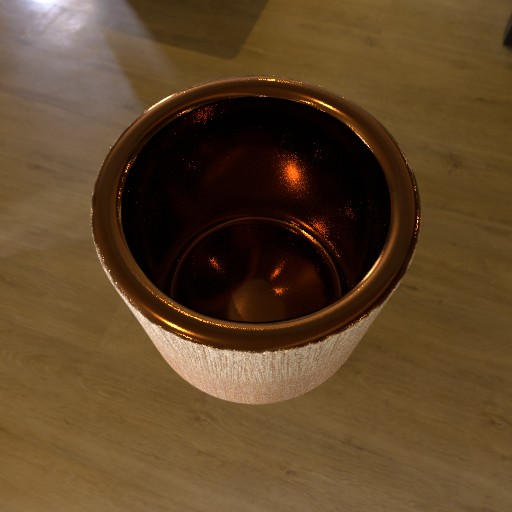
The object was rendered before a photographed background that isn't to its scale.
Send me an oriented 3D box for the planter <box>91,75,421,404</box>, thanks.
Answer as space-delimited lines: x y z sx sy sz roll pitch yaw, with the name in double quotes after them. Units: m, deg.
0.000 0.000 0.305 0.177 0.157 0.177 0 63 0 "planter"
